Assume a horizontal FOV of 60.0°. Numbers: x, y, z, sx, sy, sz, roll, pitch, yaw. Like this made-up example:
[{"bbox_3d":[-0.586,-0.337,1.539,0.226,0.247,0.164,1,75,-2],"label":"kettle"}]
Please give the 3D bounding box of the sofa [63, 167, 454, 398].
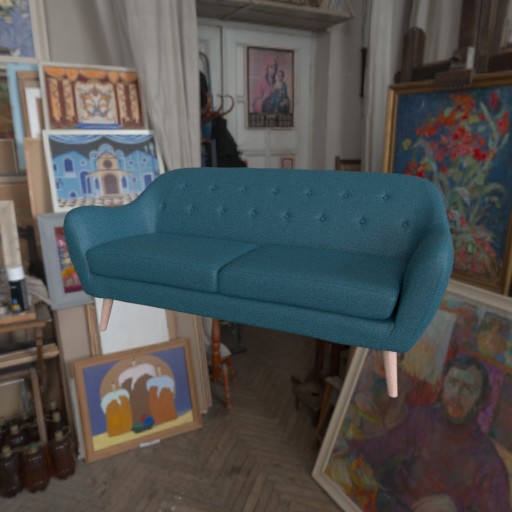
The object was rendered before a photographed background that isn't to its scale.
[{"bbox_3d":[0.000,0.000,2.270,1.840,0.836,0.820,7,16,24],"label":"sofa"}]
